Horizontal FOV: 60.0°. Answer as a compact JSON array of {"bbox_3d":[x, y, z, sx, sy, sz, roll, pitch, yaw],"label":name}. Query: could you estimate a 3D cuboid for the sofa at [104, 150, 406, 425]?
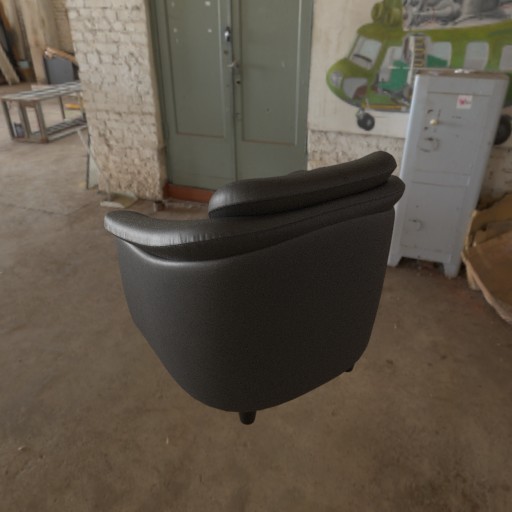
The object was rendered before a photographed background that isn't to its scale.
[{"bbox_3d":[0.000,0.000,1.533,0.870,0.811,0.794,-17,33,-29],"label":"sofa"}]
